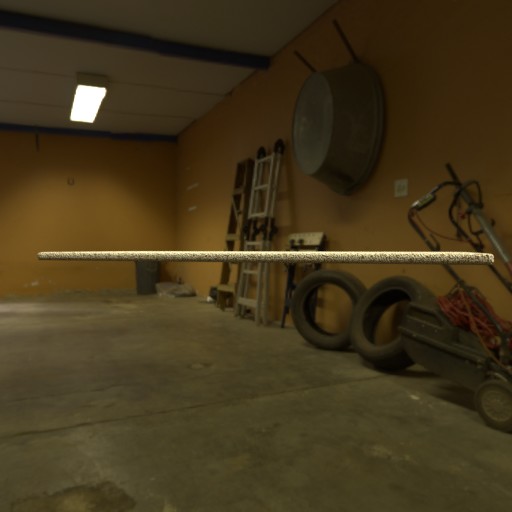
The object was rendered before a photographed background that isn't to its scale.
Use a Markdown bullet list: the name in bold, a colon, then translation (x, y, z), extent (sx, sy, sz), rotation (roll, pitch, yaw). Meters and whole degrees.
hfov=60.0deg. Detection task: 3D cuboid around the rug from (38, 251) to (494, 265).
- **rug**: translation (0.000, 0.000, 1.684), extent (1.524, 0.030, 0.609), rotation (0, 1, 19)
